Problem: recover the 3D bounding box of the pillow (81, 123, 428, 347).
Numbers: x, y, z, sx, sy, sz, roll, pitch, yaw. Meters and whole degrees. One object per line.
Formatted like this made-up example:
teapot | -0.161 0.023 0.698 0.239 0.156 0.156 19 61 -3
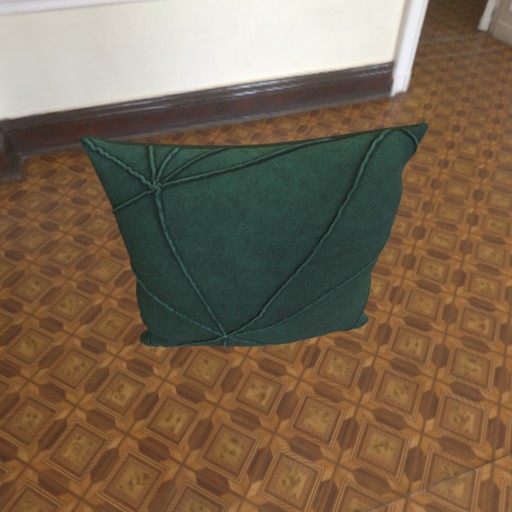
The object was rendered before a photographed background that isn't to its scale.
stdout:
pillow | 0.000 0.000 0.691 0.439 0.440 0.184 -4 46 -4
